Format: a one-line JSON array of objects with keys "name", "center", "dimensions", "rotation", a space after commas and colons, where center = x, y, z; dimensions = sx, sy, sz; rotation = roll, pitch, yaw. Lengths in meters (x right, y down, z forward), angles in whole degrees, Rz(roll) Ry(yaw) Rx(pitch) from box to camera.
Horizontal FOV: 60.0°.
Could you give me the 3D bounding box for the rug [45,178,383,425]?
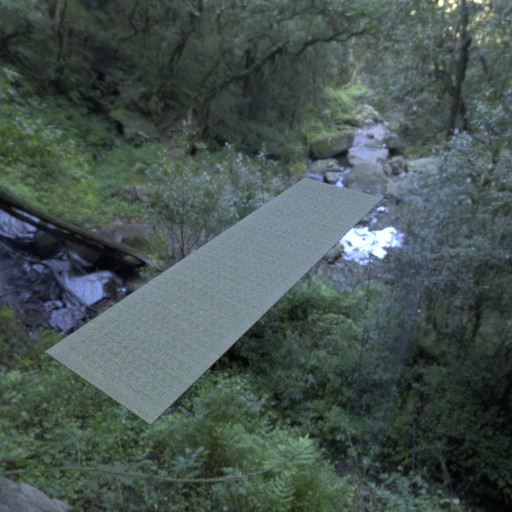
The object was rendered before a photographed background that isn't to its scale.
[{"name": "rug", "center": [0.000, 0.000, 2.721], "dimensions": [0.686, 0.006, 2.437], "rotation": [21, 38, 28]}]
